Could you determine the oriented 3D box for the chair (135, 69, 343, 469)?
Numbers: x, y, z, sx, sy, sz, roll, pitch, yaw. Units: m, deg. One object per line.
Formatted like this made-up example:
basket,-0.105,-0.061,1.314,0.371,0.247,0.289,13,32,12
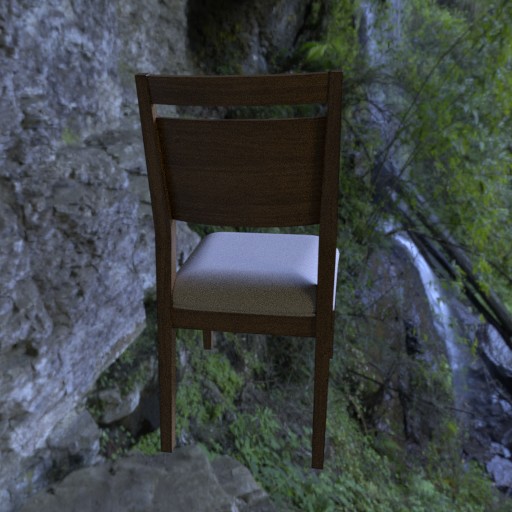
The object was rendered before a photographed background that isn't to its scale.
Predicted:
chair,0.000,0.000,1.281,0.497,0.939,0.610,2,17,8
